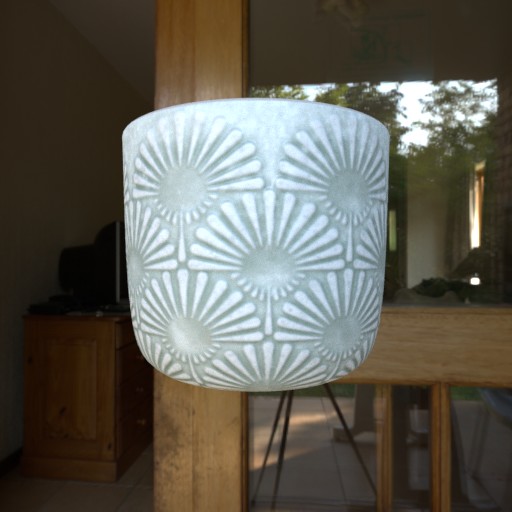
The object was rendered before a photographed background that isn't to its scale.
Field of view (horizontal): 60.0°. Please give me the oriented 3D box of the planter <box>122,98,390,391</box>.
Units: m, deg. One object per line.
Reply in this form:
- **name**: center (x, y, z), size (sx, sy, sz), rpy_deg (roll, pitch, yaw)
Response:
- **planter**: center (0.000, 0.000, 0.214), size (0.124, 0.109, 0.124), rpy_deg (0, 0, 0)
